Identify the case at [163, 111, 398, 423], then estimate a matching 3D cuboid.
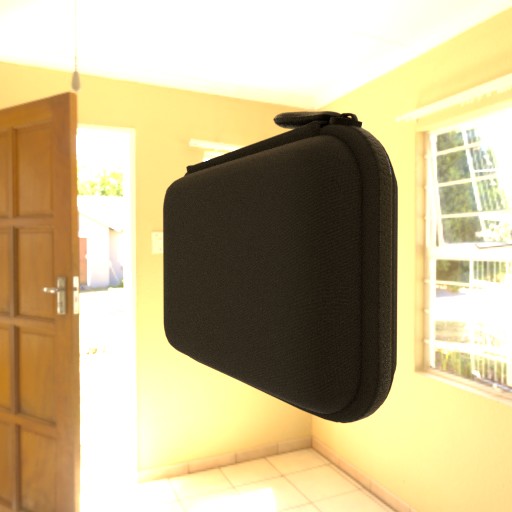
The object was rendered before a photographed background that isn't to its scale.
[{"bbox_3d":[0.000,0.000,0.181,0.038,0.105,0.132,-1,1,-35],"label":"case"}]
